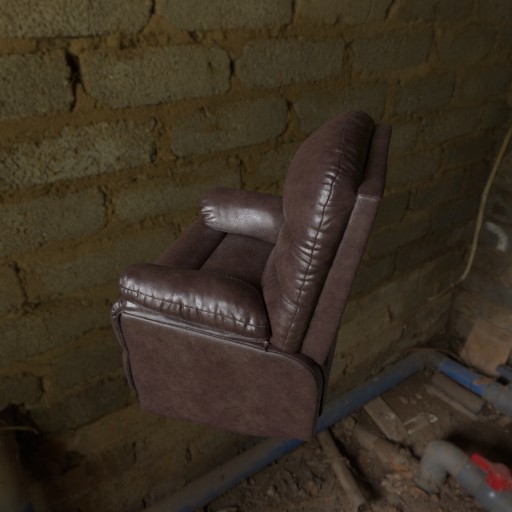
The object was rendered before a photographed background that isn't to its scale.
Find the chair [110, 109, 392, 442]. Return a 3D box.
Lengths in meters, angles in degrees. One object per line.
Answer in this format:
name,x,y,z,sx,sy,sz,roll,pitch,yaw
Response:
chair,0.000,0.000,1.729,0.879,1.041,0.940,8,31,14
